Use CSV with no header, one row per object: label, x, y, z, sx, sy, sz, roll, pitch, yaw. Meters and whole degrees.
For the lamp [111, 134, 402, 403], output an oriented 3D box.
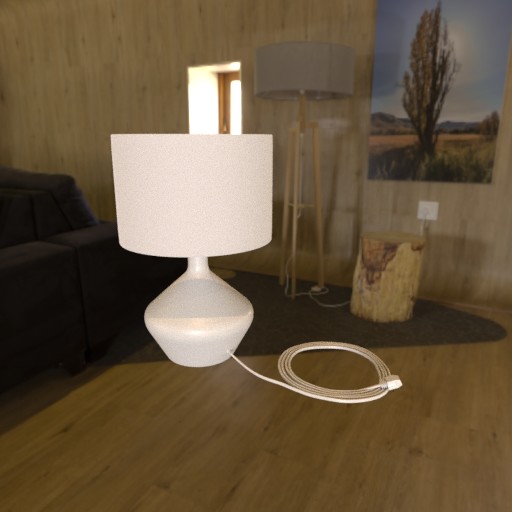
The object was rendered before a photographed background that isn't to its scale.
lamp,0.000,0.000,0.864,0.546,0.457,0.401,14,20,42
